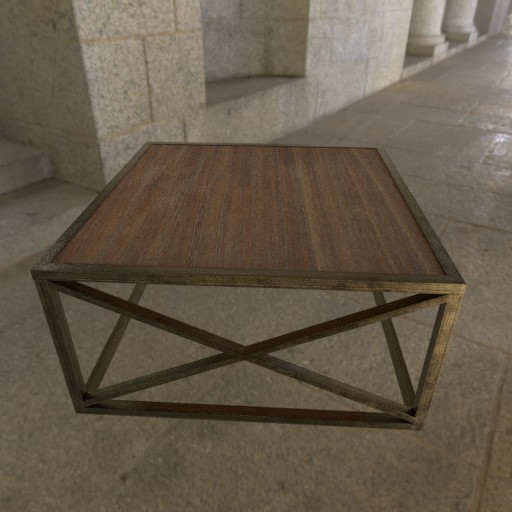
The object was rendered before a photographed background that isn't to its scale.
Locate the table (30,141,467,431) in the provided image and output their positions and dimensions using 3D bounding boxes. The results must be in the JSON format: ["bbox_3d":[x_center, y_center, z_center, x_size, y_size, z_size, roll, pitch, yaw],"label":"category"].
[{"bbox_3d":[0.000,0.000,1.413,0.899,0.451,0.909,2,31,3],"label":"table"}]
